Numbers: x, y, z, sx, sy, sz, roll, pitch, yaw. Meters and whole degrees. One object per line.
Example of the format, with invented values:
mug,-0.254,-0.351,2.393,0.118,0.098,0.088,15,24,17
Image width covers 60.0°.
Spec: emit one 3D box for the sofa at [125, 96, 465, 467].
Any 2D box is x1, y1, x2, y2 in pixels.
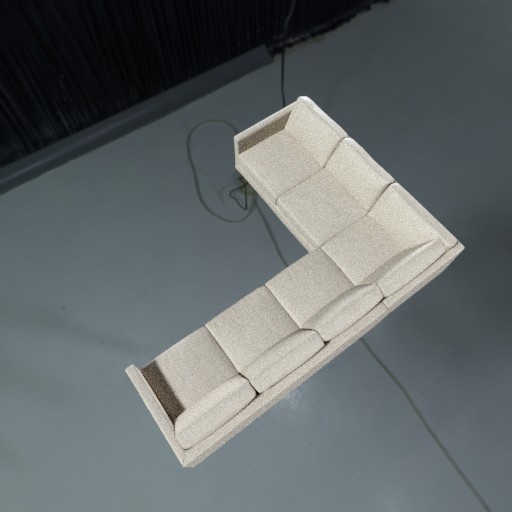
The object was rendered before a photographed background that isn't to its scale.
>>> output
sofa,0.000,0.000,4.430,3.182,0.863,2.432,-33,69,-15
